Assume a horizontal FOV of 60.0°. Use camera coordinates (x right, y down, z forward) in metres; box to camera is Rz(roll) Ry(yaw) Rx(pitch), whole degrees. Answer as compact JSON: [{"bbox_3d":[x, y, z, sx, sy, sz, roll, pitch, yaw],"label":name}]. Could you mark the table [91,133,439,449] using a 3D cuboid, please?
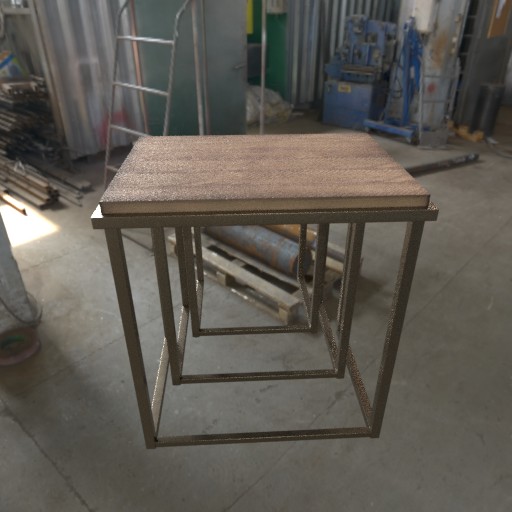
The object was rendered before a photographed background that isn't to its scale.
[{"bbox_3d":[0.000,0.000,1.155,0.559,0.610,0.706,-2,30,-3],"label":"table"}]
